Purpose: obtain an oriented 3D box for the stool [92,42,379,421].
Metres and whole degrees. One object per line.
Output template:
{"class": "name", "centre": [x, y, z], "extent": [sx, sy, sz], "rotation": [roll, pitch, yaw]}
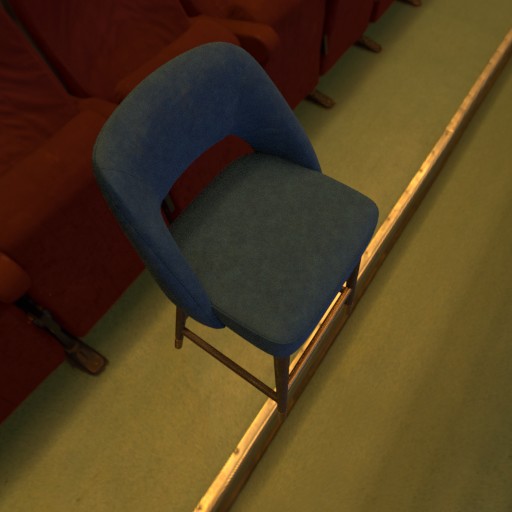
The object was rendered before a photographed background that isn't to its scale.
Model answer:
{"class": "stool", "centre": [0.000, 0.000, 1.190], "extent": [0.524, 0.925, 0.536], "rotation": [30, 63, 17]}
